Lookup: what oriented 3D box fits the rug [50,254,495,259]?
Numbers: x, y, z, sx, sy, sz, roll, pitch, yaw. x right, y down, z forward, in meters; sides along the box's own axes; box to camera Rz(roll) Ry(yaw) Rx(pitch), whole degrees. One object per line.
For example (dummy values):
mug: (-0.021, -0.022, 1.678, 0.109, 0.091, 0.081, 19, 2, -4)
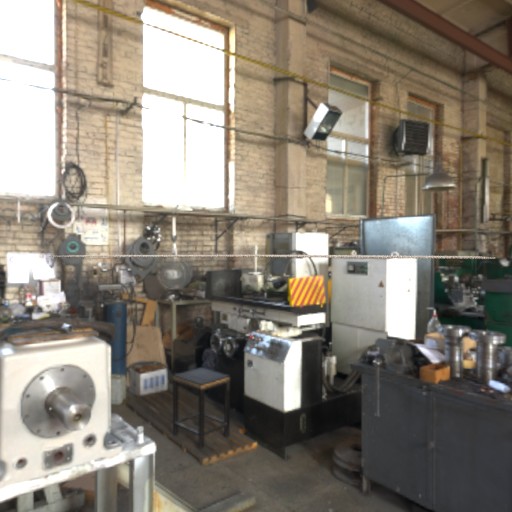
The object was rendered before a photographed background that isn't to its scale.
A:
rug: (0.000, 0.000, 2.544, 2.335, 0.013, 0.697, 0, 1, 19)
